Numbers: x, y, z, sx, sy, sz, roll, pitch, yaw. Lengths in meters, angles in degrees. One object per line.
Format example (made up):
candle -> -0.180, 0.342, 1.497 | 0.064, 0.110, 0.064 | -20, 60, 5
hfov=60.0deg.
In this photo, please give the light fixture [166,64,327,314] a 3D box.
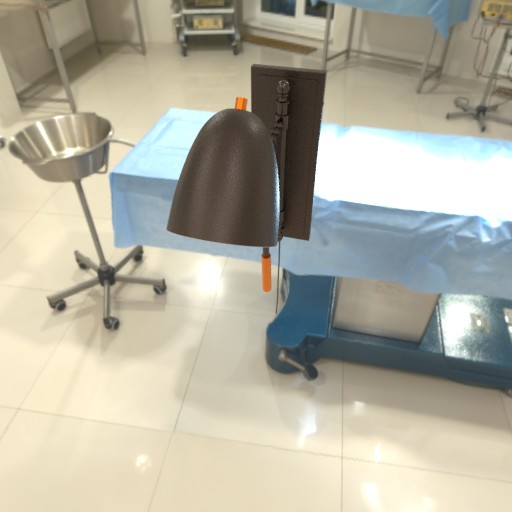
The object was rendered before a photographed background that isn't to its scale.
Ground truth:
light fixture -> 0.000, 0.000, 0.906 | 0.162, 0.715, 0.499 | 10, 42, 12
